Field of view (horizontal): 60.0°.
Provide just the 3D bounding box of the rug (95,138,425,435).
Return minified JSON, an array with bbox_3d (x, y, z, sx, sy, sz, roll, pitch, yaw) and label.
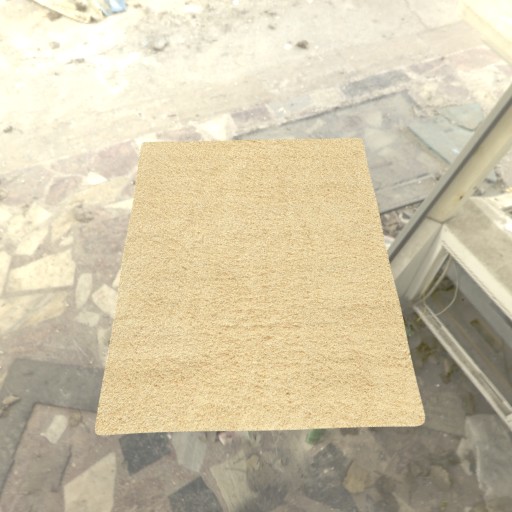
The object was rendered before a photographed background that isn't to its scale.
[{"bbox_3d":[0.000,0.000,4.010,2.401,0.025,3.001,-1,57,-1],"label":"rug"}]
